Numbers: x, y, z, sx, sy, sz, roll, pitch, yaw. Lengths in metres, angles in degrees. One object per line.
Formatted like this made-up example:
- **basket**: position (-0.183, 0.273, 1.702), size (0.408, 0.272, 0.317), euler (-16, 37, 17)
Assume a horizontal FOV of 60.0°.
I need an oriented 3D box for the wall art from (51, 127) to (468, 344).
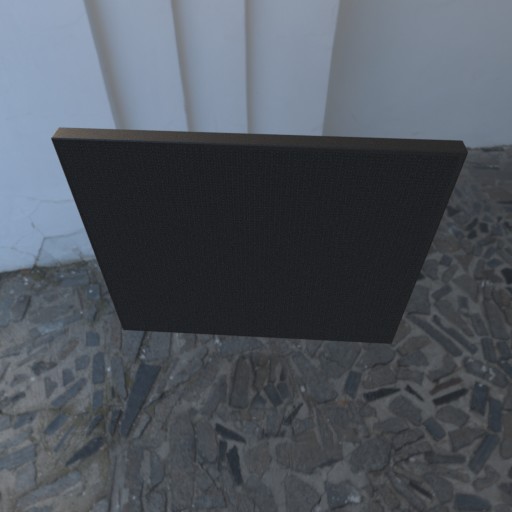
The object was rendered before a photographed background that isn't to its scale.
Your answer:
- **wall art**: position (0.000, 0.000, 0.766), size (0.559, 0.458, 0.029), euler (3, 46, 2)
